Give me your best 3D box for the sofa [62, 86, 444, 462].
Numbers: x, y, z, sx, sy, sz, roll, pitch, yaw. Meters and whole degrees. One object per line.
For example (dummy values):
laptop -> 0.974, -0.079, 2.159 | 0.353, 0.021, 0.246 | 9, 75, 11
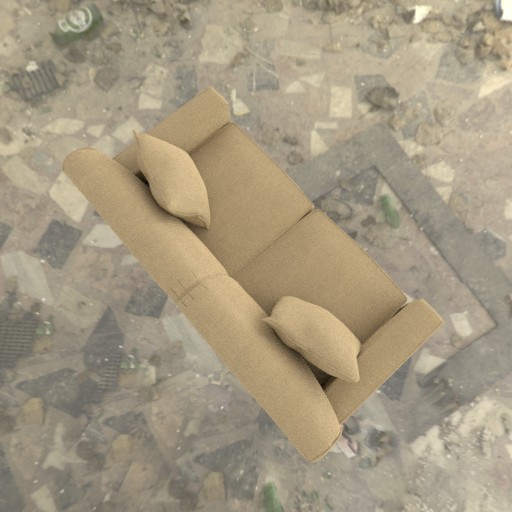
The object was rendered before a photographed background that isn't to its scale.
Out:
sofa -> 0.000, 0.000, 2.476 | 0.998, 0.958, 1.846 | -40, 78, -10
